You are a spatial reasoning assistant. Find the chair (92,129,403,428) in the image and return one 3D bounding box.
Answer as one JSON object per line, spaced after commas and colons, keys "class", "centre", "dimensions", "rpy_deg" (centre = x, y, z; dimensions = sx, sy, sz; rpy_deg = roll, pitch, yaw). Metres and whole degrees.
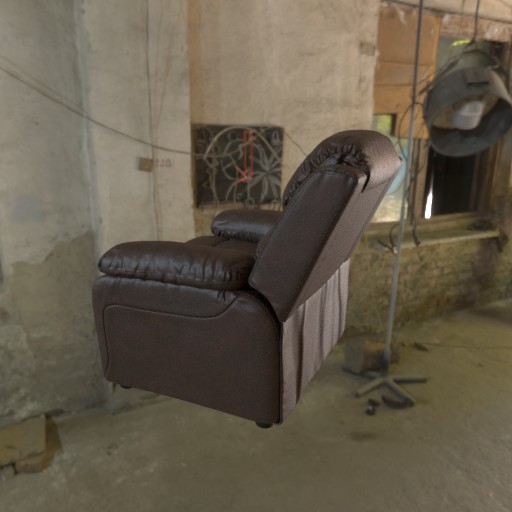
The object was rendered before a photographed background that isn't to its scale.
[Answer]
{"class": "chair", "centre": [0.000, 0.000, 1.281], "dimensions": [0.707, 0.702, 0.680], "rpy_deg": [7, 17, 25]}
